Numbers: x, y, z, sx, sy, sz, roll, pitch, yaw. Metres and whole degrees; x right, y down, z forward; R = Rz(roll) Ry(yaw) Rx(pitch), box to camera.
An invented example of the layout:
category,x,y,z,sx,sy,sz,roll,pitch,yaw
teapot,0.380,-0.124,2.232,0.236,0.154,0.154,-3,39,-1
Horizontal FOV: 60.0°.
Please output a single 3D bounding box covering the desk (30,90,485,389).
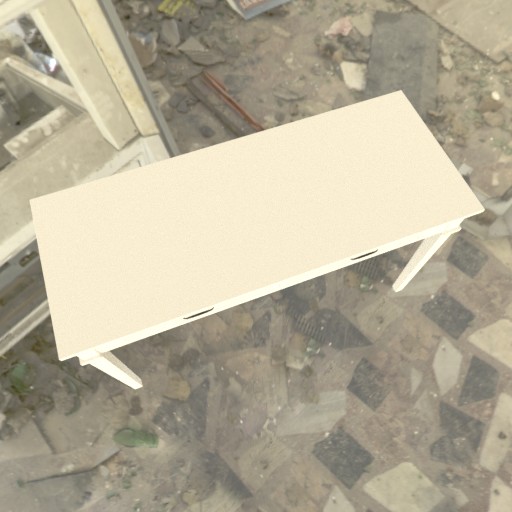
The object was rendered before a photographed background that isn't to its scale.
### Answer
category,x,y,z,sx,sy,sz,roll,pitch,yaw
desk,0.000,0.000,1.789,1.372,0.774,0.559,-19,66,-9
